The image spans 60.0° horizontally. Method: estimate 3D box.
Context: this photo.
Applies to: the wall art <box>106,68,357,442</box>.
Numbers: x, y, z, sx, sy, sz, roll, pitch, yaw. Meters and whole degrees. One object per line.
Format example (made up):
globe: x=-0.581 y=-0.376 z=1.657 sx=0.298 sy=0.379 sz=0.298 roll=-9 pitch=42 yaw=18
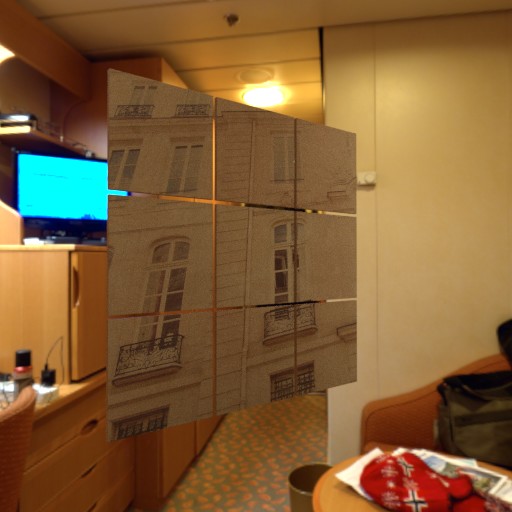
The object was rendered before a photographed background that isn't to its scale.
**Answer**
wall art: x=0.000 y=0.000 z=1.363 sx=0.915 sy=0.913 sz=0.018 roll=1 pitch=-1 yaw=-37
